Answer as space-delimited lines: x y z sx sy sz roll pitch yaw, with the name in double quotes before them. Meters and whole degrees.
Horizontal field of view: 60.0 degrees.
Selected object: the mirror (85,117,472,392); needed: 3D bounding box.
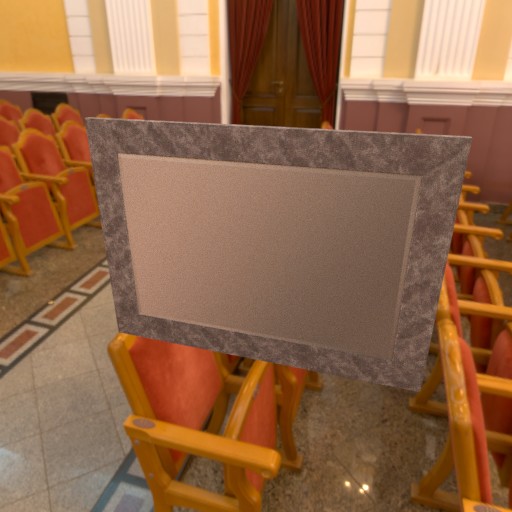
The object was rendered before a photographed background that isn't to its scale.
"mirror" 0.000 0.000 1.399 1.101 0.795 0.022 8 26 16
